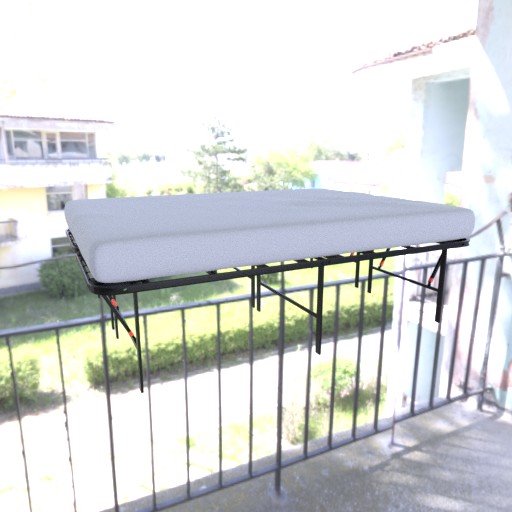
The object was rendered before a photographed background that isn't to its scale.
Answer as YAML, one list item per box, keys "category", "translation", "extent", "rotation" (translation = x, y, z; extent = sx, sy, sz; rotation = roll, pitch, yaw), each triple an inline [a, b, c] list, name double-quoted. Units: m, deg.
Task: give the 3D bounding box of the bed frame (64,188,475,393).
- category: "bed frame"
  translation: [0.000, 0.000, 2.523]
  extent: [1.905, 0.637, 1.372]
  rotation: [-7, 15, -25]
